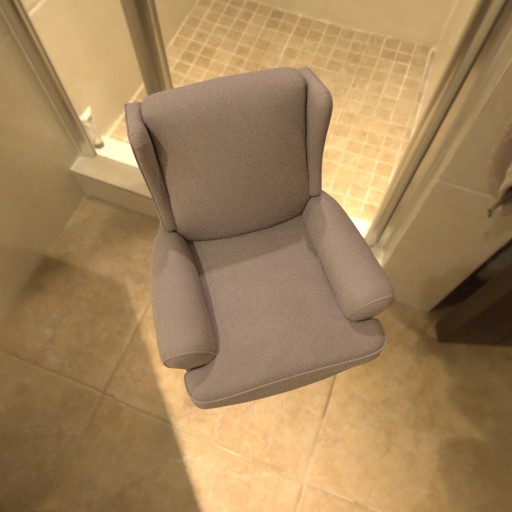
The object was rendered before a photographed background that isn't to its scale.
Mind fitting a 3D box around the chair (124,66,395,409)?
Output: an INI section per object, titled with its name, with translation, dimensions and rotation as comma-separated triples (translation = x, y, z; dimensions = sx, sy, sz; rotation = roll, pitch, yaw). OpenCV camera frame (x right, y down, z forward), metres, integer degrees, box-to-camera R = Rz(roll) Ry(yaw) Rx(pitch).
[chair]
translation = 0.000, 0.000, 1.715
dimensions = 0.847, 1.011, 0.969
rotation = -14, 65, -7
